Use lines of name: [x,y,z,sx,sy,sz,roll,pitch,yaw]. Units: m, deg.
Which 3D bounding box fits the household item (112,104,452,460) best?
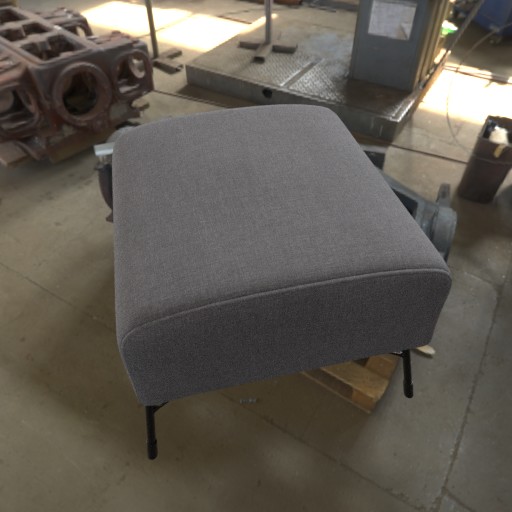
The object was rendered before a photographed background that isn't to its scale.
household item: [0.000,0.000,0.879,0.530,0.410,0.530,-10,47,-9]
